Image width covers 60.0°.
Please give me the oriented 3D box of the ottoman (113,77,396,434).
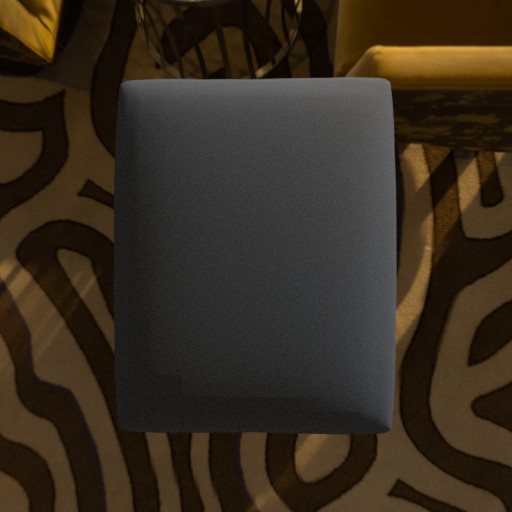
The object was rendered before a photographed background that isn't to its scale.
[{"bbox_3d":[0.000,0.000,1.092,0.584,0.513,0.741,0,90,1],"label":"ottoman"}]
